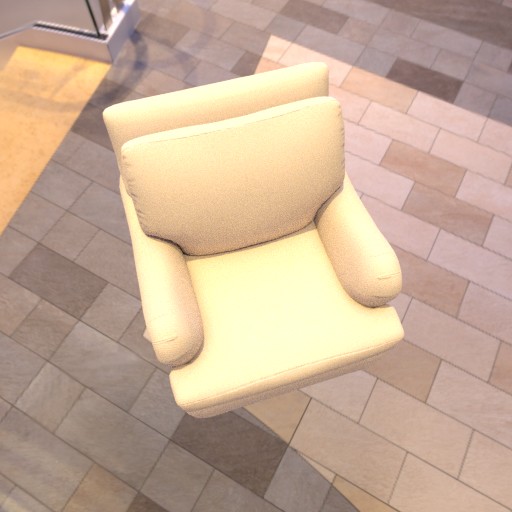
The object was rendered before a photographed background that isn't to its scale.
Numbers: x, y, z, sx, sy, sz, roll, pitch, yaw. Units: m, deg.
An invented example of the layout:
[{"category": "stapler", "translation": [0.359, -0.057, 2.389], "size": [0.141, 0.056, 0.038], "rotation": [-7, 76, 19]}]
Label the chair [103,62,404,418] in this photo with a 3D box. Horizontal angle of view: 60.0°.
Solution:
[{"category": "chair", "translation": [0.000, 0.000, 1.874], "size": [0.955, 1.038, 1.070], "rotation": [-15, 64, -7]}]
